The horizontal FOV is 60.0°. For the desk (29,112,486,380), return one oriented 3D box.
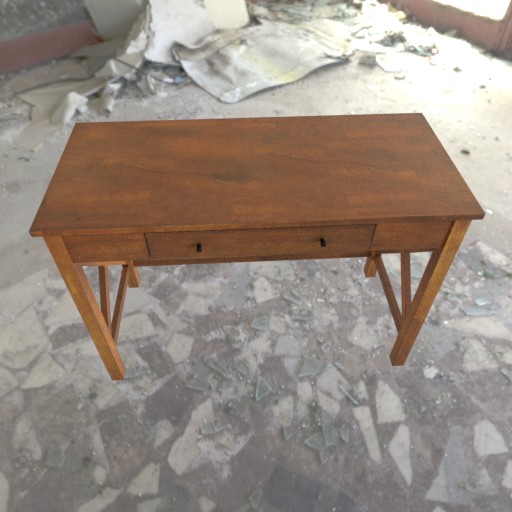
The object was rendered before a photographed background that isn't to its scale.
[{"bbox_3d":[0.000,0.000,1.529,1.117,0.762,0.508,-2,46,-2],"label":"desk"}]
